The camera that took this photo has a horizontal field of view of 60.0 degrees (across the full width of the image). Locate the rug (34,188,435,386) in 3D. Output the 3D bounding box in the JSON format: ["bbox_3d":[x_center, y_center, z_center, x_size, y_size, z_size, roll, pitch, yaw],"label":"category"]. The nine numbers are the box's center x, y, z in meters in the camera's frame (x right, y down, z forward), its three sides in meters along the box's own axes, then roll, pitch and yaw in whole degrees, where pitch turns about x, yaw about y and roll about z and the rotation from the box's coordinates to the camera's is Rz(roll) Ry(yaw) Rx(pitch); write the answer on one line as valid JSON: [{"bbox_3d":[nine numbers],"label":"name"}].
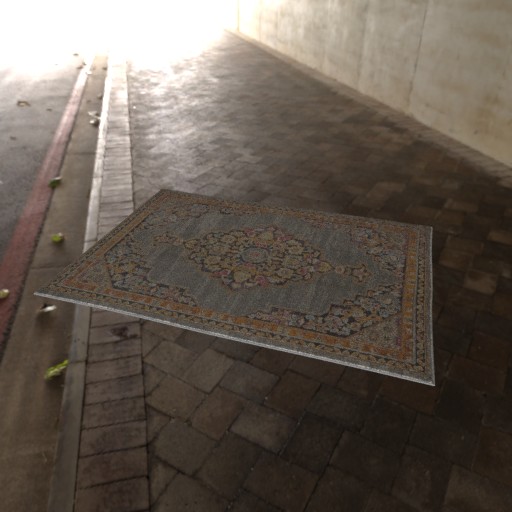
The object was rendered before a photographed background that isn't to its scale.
[{"bbox_3d":[0.000,0.000,3.813,2.901,0.026,2.043,10,34,15],"label":"rug"}]
